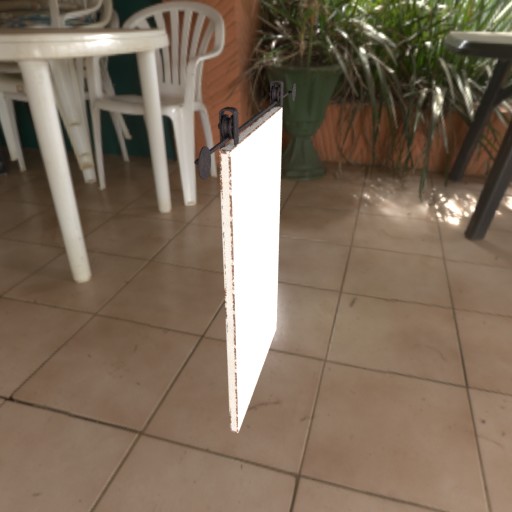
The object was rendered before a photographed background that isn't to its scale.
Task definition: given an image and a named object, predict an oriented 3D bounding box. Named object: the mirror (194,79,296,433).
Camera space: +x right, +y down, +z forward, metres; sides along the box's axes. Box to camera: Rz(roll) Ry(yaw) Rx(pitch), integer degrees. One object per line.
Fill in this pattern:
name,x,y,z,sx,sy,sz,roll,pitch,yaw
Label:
mirror,0.000,0.000,1.200,0.037,0.844,0.808,7,29,13
